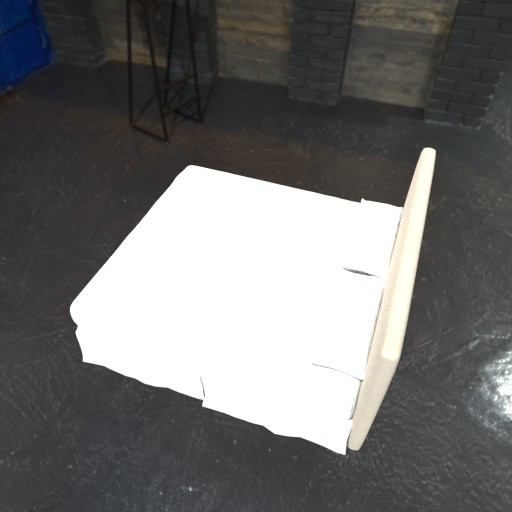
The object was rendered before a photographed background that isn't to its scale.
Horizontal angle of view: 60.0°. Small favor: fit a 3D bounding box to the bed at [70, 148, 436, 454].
[{"bbox_3d":[0.000,0.000,3.585,2.319,1.317,2.119,15,48,14],"label":"bed"}]
